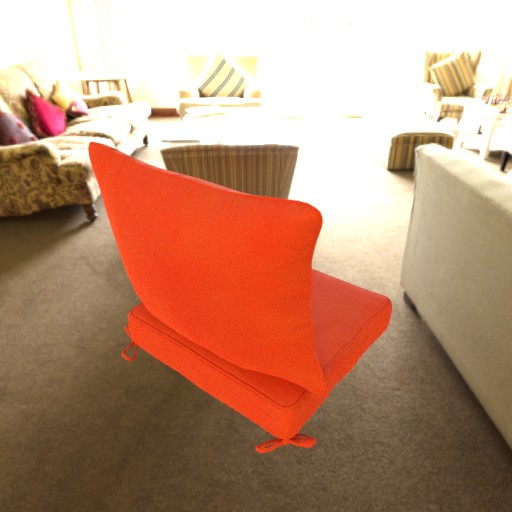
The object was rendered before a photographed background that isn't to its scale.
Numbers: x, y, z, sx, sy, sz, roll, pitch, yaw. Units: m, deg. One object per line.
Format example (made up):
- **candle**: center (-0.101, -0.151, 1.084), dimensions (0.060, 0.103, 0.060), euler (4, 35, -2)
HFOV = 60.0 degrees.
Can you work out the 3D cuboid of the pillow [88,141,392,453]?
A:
- **pillow**: center (0.000, 0.000, 1.403), dimensions (0.798, 0.725, 0.733), euler (21, 36, 33)
